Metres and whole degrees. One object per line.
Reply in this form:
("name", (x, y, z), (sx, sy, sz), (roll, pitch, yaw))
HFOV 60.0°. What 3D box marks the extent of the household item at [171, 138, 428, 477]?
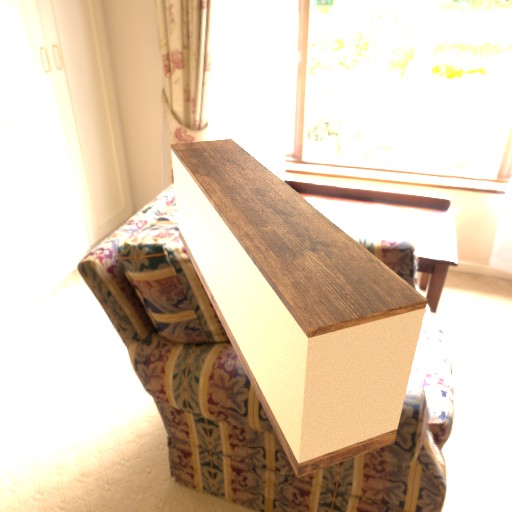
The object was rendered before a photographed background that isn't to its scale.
("household item", (0.000, 0.000, 2.077), (0.390, 0.615, 1.800), (-11, 32, -18))
